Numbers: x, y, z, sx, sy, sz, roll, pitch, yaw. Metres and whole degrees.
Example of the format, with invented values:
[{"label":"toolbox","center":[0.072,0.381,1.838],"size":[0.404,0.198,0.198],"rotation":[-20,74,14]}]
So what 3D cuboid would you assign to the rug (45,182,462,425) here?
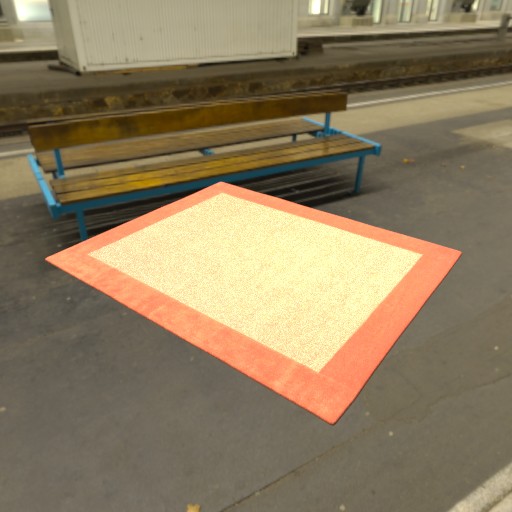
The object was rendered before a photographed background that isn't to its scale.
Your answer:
[{"label":"rug","center":[0.000,0.000,4.058],"size":[2.976,0.018,2.430],"rotation":[21,37,32]}]
